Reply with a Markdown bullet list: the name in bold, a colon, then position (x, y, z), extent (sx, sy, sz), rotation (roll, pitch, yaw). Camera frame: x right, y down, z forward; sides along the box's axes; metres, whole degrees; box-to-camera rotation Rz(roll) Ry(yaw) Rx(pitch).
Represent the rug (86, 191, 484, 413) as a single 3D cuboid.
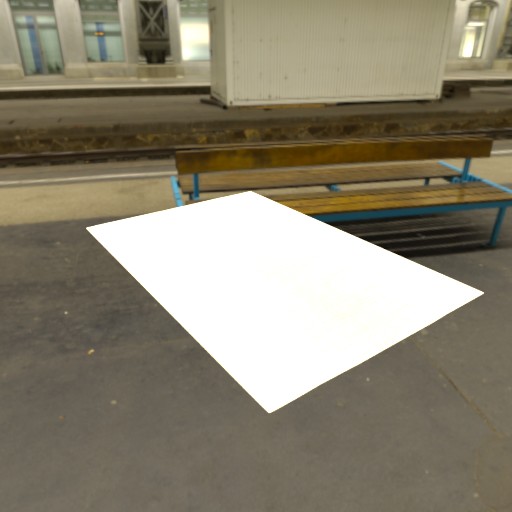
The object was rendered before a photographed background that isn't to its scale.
- **rug**: position (0.000, 0.000, 2.364), extent (1.234, 0.006, 1.850), rotation (-18, 31, -32)
